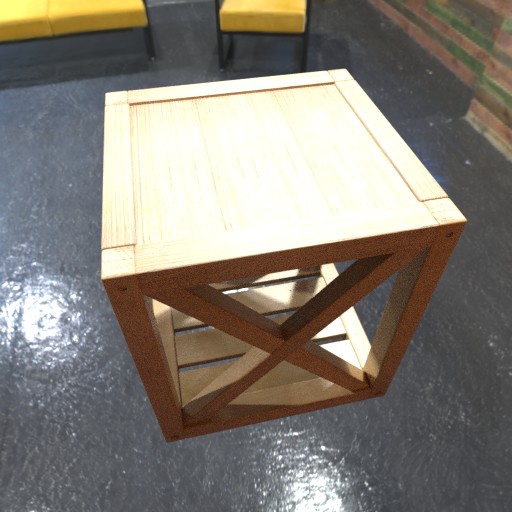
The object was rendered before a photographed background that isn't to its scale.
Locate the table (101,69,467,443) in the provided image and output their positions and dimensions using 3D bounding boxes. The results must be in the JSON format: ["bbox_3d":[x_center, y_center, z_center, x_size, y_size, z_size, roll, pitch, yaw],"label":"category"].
[{"bbox_3d":[0.000,0.000,1.054,0.559,0.610,0.558,-9,48,-8],"label":"table"}]
